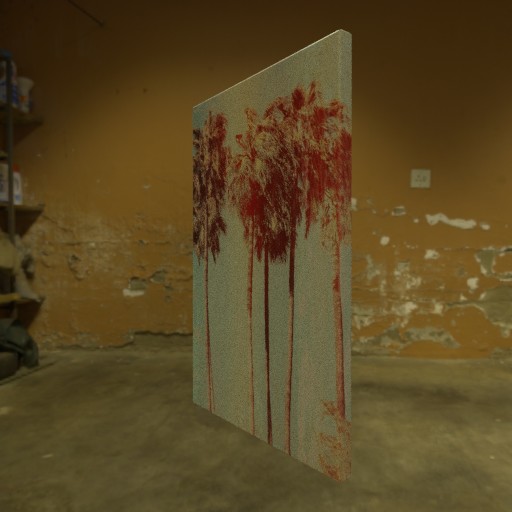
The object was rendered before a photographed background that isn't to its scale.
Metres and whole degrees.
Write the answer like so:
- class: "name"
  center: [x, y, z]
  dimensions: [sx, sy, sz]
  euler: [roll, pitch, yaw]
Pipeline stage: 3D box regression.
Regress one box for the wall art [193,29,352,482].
- class: "wall art"
  center: [0.000, 0.000, 1.141]
  dimensions: [0.037, 0.915, 0.605]
  euler: [0, 1, -37]
